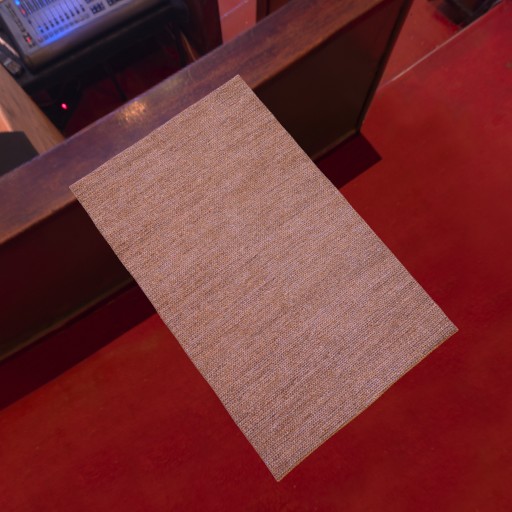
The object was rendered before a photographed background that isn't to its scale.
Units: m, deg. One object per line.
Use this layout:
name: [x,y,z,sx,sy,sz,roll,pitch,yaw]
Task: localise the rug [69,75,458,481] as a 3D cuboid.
rug: [0.000,0.000,3.057,1.521,0.034,2.438,-37,79,-8]
